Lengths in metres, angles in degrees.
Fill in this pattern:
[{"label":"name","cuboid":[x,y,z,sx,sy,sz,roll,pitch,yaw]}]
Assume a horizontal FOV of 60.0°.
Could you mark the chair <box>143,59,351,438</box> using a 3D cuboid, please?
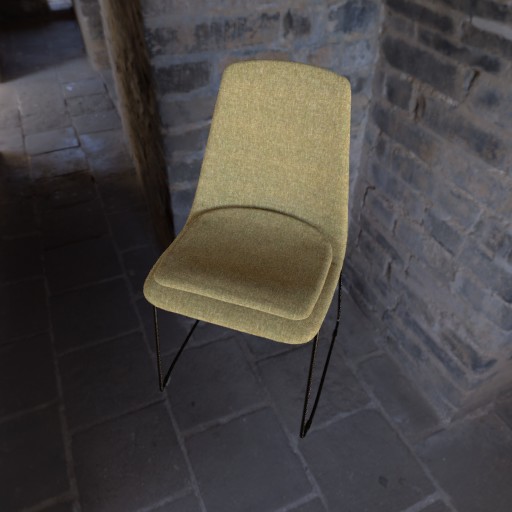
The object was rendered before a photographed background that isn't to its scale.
[{"label":"chair","cuboid":[0.000,0.000,1.175,0.479,0.849,0.496,13,44,14]}]
